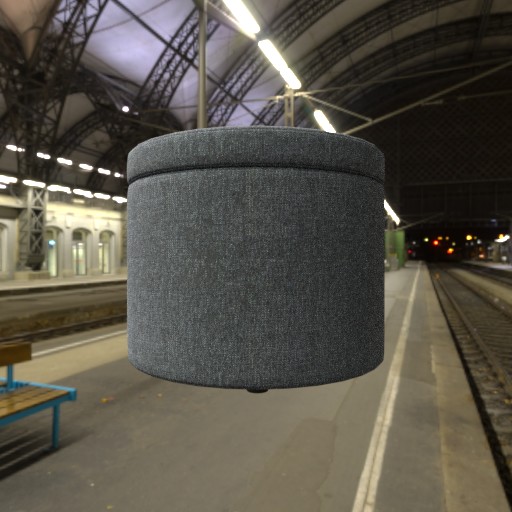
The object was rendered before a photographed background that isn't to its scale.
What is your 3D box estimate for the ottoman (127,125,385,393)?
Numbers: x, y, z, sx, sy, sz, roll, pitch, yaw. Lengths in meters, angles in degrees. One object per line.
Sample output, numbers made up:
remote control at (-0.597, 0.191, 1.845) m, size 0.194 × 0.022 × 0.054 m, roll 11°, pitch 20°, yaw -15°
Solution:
ottoman at (0.000, 0.000, 0.893) m, size 0.500 × 0.419 × 0.500 m, roll 0°, pitch 0°, yaw 0°
